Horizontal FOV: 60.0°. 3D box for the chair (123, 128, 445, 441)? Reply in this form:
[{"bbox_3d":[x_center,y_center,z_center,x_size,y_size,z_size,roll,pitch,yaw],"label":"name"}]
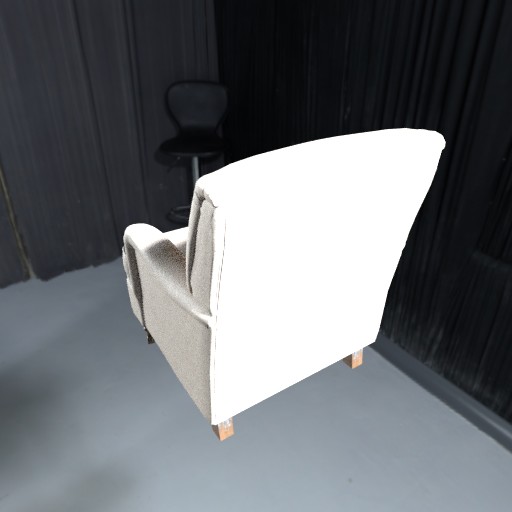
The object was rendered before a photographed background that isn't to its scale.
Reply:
[{"bbox_3d":[0.000,0.000,1.808,0.879,1.119,0.953,-18,35,-29],"label":"chair"}]
